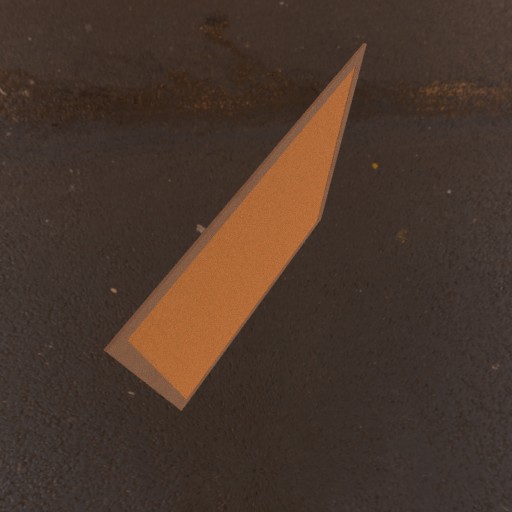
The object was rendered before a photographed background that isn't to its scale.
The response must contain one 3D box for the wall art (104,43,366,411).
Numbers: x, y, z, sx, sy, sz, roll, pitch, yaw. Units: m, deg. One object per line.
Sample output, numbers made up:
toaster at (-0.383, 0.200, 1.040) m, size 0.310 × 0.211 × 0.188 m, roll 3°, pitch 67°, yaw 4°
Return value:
wall art at (0.000, 0.000, 1.649) m, size 0.025 × 1.067 × 1.168 m, roll 32°, pitch 68°, yaw 14°
